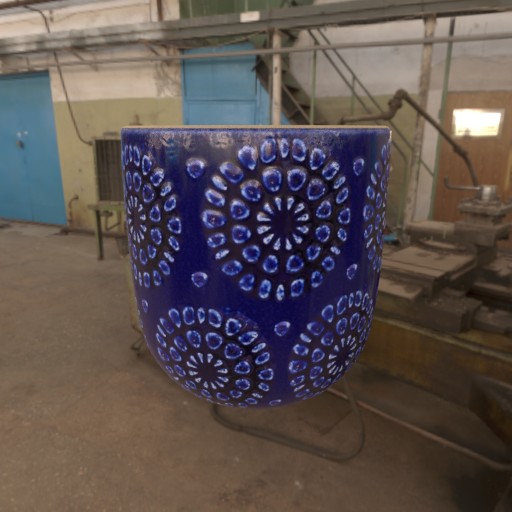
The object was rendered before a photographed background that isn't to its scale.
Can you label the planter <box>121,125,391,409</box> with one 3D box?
[{"bbox_3d":[0.000,0.000,0.199,0.109,0.112,0.109,0,16,0],"label":"planter"}]
